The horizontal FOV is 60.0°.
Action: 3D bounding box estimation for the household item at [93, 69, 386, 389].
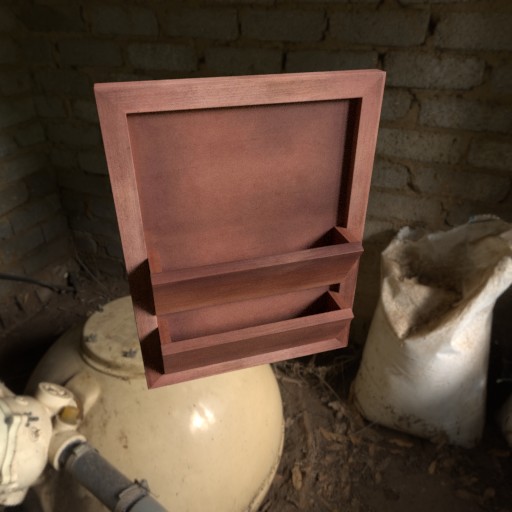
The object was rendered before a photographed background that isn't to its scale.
[{"bbox_3d":[0.000,0.000,0.546,0.310,0.407,0.067,-9,33,-14],"label":"household item"}]
